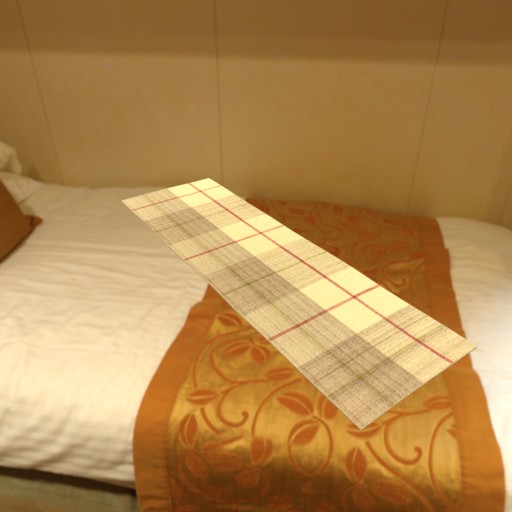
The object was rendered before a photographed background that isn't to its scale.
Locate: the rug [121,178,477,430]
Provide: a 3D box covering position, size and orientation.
[{"bbox_3d":[0.000,0.000,2.686,0.762,0.013,2.439,-21,38,-29],"label":"rug"}]
